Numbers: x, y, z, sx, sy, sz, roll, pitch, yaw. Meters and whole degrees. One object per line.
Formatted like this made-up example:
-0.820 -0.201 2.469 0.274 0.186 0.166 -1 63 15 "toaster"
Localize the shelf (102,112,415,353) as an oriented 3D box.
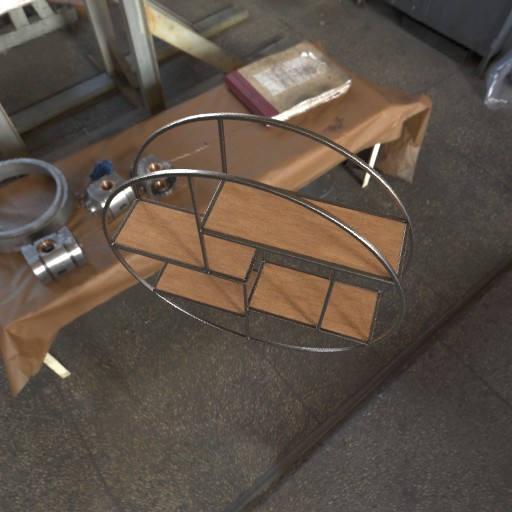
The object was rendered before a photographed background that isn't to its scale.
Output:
0.000 0.000 1.339 0.888 0.888 0.202 15 59 9 "shelf"
